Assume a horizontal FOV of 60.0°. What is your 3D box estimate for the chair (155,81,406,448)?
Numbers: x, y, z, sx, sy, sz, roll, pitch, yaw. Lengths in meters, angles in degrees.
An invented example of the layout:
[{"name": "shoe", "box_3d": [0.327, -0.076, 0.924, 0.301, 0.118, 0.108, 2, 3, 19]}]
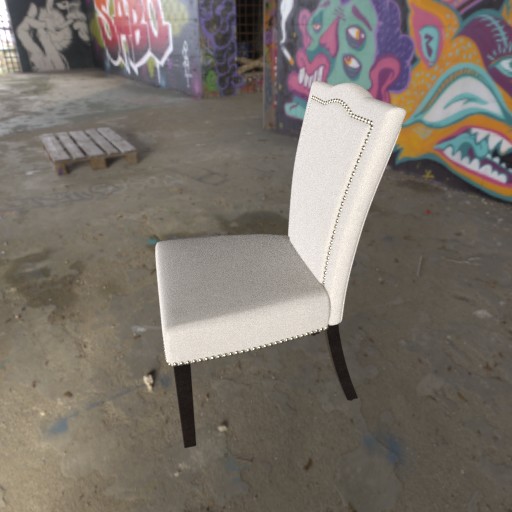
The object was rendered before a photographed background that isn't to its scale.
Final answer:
[{"name": "chair", "box_3d": [0.000, 0.000, 1.313, 0.589, 0.946, 0.518, -7, 29, -12]}]
